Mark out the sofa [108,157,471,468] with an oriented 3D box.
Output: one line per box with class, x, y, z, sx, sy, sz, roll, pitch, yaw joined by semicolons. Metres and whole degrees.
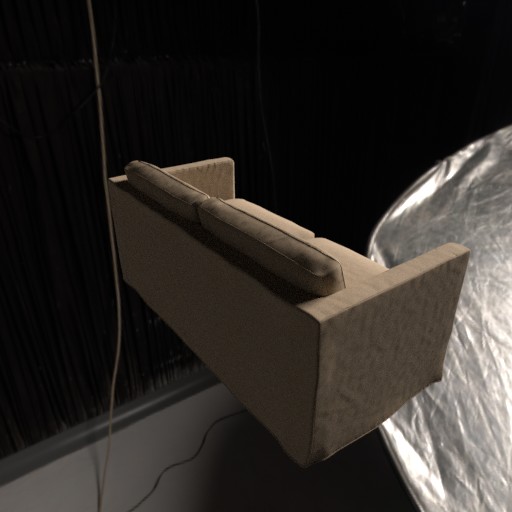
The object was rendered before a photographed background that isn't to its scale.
sofa;0.000;0.000;2.507;0.956;0.847;1.987;-19;32;-32
